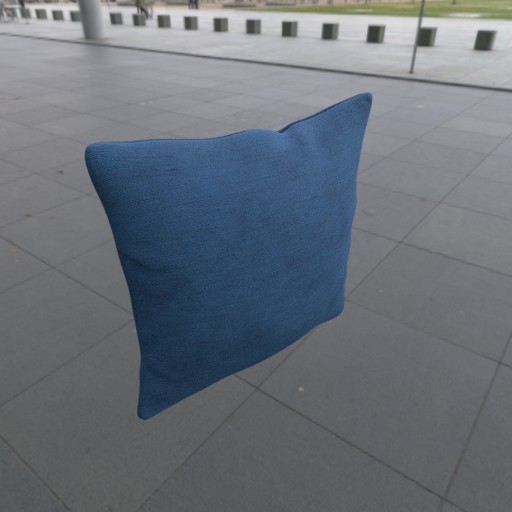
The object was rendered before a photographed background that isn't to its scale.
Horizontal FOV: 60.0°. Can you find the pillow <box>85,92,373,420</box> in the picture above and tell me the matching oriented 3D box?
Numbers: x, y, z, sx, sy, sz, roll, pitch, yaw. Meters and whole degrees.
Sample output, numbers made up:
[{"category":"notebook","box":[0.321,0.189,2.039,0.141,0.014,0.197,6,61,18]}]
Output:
[{"category":"pillow","box":[0.000,0.000,0.663,0.437,0.420,0.177,-22,37,-31]}]
